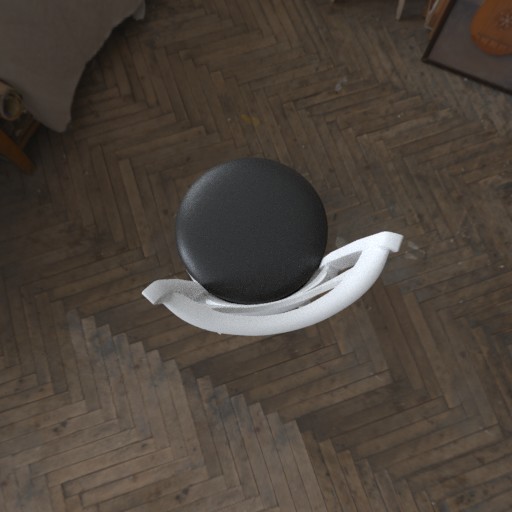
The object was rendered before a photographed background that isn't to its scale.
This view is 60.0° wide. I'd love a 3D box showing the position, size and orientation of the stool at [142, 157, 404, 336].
[{"bbox_3d":[0.000,0.000,1.226,0.444,0.953,0.508,-12,76,-3],"label":"stool"}]
